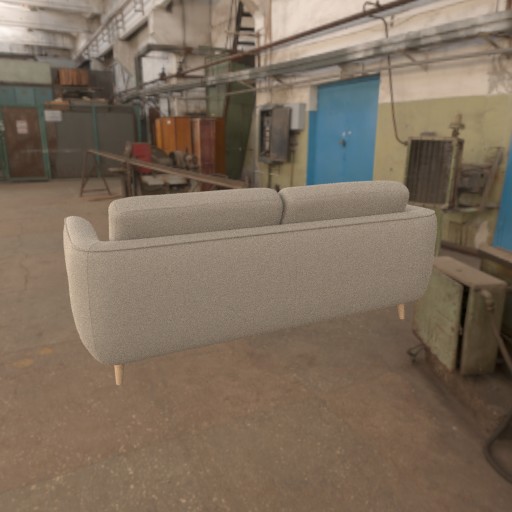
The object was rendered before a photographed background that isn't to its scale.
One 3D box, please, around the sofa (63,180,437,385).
[{"bbox_3d":[0.000,0.000,2.531,2.000,0.850,0.920,-7,18,-24],"label":"sofa"}]
